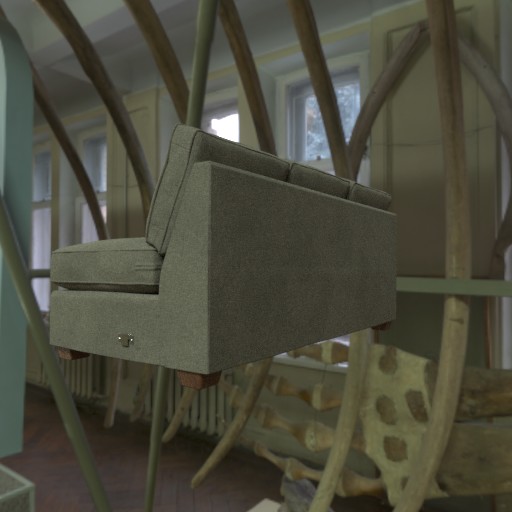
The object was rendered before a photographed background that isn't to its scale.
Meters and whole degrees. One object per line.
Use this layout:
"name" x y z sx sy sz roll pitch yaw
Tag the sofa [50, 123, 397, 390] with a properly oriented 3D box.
"sofa" 0.000 0.000 2.559 1.027 0.973 1.962 -1 -2 36
